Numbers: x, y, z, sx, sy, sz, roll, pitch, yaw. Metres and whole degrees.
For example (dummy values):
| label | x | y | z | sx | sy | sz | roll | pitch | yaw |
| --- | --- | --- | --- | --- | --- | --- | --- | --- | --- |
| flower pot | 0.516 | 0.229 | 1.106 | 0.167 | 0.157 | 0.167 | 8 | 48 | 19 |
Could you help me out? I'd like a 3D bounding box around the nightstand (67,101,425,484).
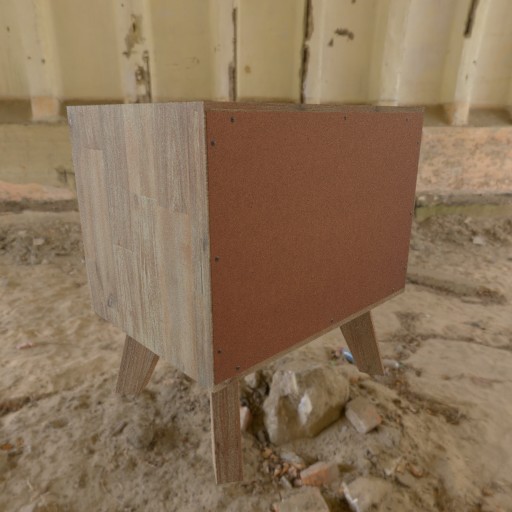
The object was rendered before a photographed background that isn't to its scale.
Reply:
| label | x | y | z | sx | sy | sz | roll | pitch | yaw |
| --- | --- | --- | --- | --- | --- | --- | --- | --- | --- |
| nightstand | 0.000 | 0.000 | 0.922 | 0.552 | 0.589 | 0.396 | -16 | 24 | -42 |
